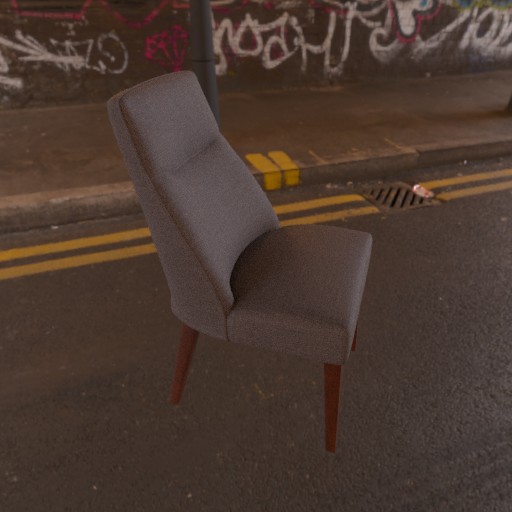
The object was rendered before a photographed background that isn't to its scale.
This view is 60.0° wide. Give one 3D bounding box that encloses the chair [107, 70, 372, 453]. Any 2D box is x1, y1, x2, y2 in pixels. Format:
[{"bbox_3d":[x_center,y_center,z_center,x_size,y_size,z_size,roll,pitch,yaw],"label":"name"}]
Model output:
[{"bbox_3d":[0.000,0.000,1.271,0.620,0.930,0.500,10,33,15],"label":"chair"}]
